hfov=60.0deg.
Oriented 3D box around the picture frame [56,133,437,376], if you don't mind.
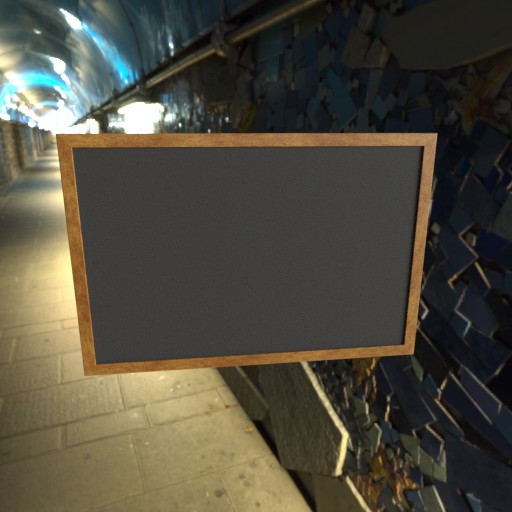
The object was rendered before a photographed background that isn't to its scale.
[{"bbox_3d":[0.000,0.000,1.163,0.922,0.621,0.029,-2,16,-7],"label":"picture frame"}]
